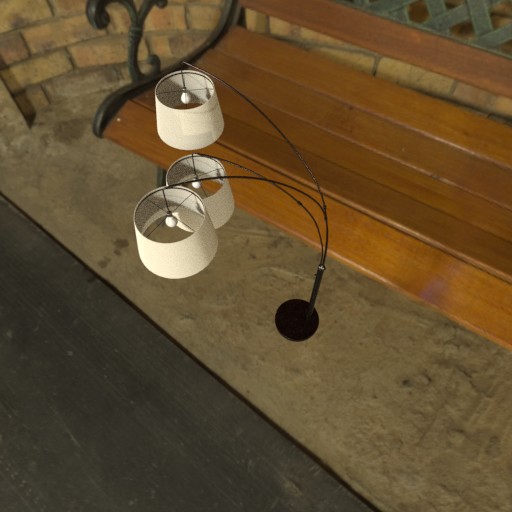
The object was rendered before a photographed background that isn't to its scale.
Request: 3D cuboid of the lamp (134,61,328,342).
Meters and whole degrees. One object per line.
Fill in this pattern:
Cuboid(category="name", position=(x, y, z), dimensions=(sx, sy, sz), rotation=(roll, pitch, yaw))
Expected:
Cuboid(category="lamp", position=(0.000, 0.000, 2.437), dimensions=(0.924, 1.950, 0.951), rotation=(1, 60, 1))
